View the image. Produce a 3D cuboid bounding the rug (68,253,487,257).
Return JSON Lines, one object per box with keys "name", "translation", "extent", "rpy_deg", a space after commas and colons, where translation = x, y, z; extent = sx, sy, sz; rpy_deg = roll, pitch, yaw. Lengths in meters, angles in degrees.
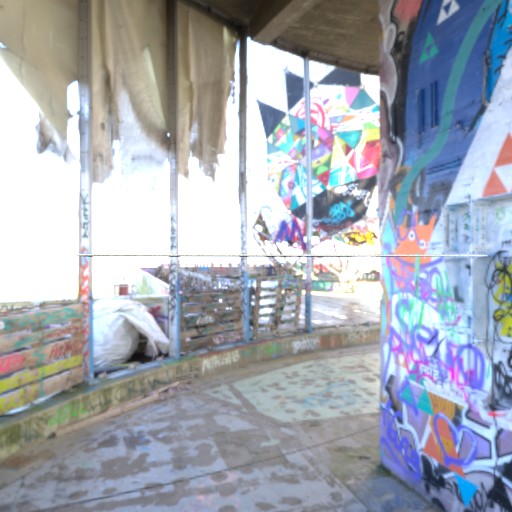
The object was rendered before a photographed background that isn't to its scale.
{"name": "rug", "translation": [0.000, 0.000, 4.072], "extent": [2.980, 0.012, 2.363], "rpy_deg": [0, 0, -18]}
